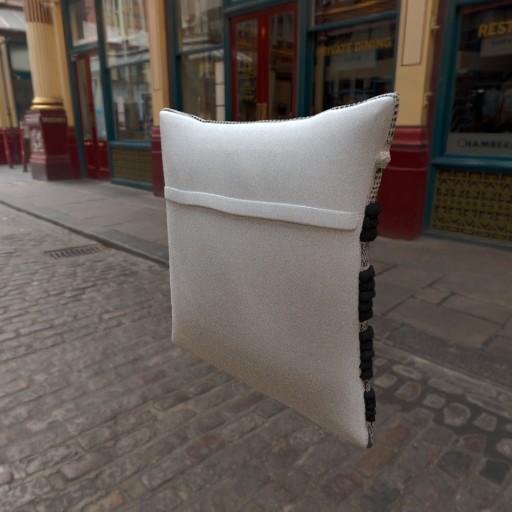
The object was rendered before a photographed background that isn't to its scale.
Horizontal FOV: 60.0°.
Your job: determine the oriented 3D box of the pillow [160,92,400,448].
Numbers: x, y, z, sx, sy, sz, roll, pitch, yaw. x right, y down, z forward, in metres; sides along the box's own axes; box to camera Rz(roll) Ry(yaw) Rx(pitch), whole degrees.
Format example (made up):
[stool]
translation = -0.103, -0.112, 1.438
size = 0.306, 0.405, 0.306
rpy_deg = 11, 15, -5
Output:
[pillow]
translation = 0.000, 0.000, 0.667
size = 0.436, 0.438, 0.156
rpy_deg = 15, 21, 42
